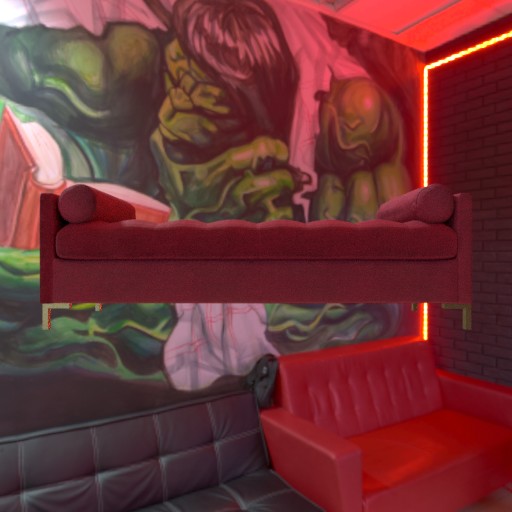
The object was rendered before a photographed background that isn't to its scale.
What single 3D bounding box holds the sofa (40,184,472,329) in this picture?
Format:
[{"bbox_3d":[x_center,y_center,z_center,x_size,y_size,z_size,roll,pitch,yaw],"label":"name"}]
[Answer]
[{"bbox_3d":[0.000,0.000,2.492,2.102,0.705,0.796,0,0,0],"label":"sofa"}]
